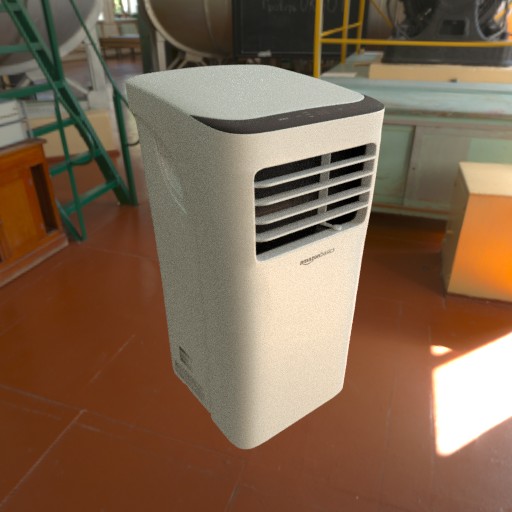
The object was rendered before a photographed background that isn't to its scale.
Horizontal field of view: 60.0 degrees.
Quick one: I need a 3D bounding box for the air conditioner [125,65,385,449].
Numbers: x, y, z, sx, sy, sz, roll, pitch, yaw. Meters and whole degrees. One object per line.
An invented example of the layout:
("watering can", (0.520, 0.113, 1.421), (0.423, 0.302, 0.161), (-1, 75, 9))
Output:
("air conditioner", (0.000, 0.000, 0.939), (0.352, 0.716, 0.369), (-20, 35, -32))
